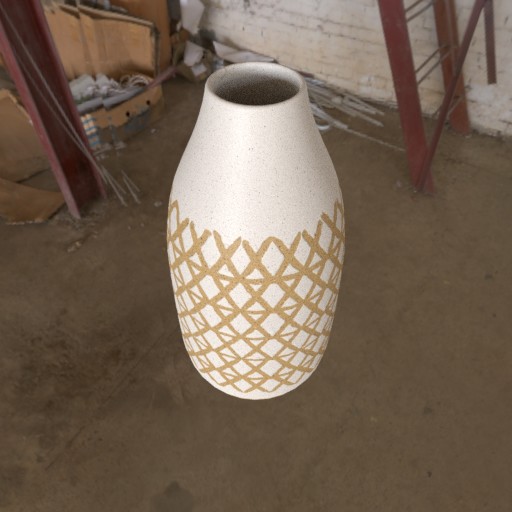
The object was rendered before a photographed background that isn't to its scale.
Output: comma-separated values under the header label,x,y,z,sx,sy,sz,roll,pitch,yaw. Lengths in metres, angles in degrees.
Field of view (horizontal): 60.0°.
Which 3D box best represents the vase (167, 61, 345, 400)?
label,x,y,z,sx,sy,sz,roll,pitch,yaw
vase,0.000,0.000,0.469,0.186,0.380,0.186,0,47,0
